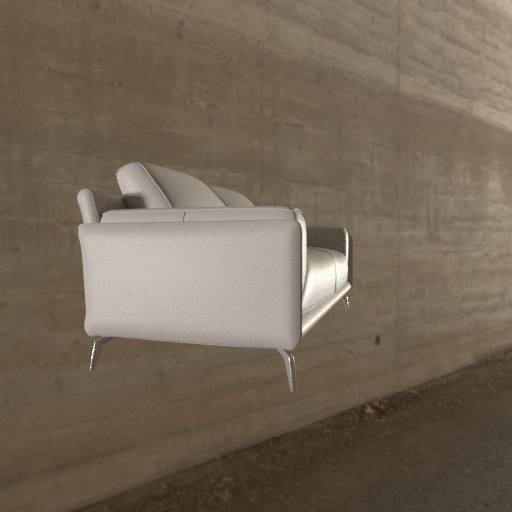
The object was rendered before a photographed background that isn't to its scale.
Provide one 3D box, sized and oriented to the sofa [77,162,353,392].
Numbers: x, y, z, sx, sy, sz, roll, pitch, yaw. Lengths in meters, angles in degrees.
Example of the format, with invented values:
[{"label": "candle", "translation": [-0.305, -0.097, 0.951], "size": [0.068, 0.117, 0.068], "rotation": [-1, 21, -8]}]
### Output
[{"label": "sofa", "translation": [0.000, 0.000, 2.644], "size": [1.049, 0.930, 2.101], "rotation": [0, 1, 17]}]
